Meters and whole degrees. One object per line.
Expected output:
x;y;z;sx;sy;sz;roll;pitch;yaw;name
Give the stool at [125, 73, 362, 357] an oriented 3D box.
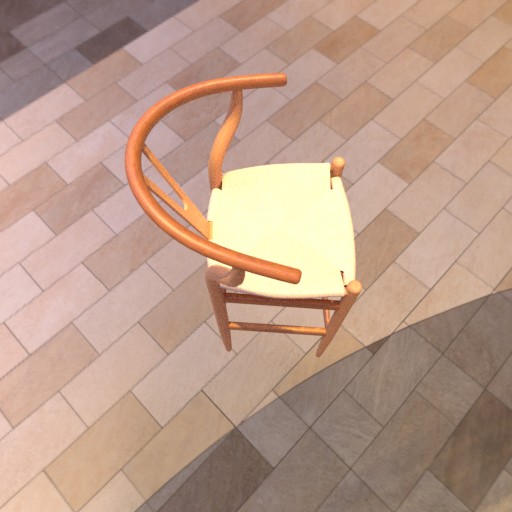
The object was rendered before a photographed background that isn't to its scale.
0.000;0.000;1.421;0.561;1.068;0.574;-1;64;-1;stool
